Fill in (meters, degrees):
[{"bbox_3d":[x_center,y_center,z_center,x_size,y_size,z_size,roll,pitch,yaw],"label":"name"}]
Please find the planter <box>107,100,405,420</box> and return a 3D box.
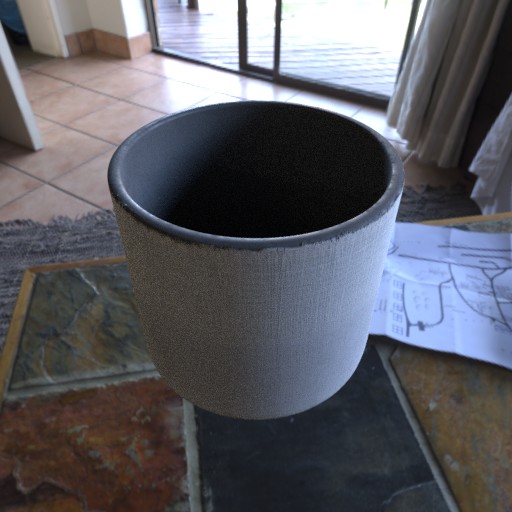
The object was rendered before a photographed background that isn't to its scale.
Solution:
[{"bbox_3d":[0.000,0.000,0.396,0.221,0.201,0.221,0,41,0],"label":"planter"}]
